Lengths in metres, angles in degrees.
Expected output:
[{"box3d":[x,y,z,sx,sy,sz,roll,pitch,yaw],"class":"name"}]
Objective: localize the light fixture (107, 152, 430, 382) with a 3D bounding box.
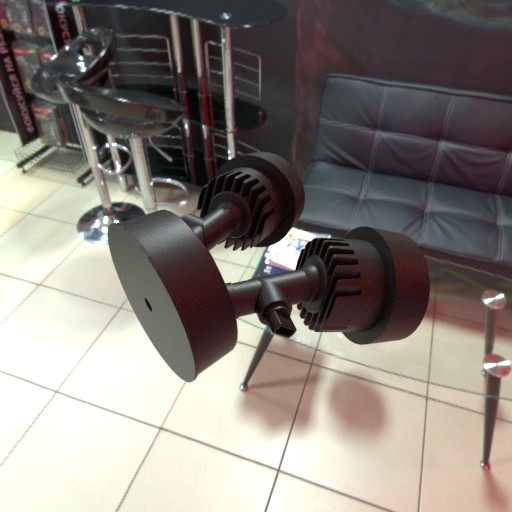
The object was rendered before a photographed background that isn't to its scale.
[{"box3d":[0.000,0.000,0.316,0.168,0.120,0.213,-27,49,-27],"class":"light fixture"}]
